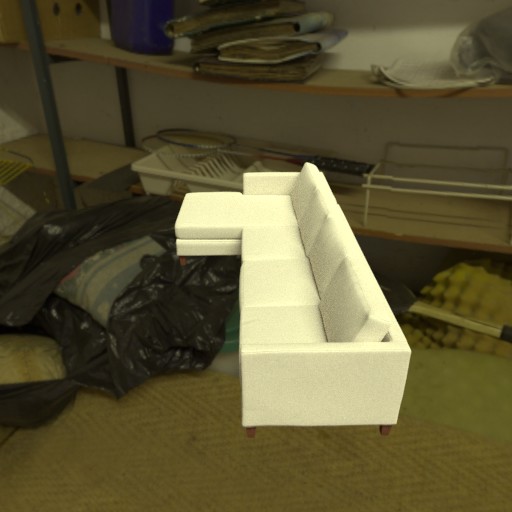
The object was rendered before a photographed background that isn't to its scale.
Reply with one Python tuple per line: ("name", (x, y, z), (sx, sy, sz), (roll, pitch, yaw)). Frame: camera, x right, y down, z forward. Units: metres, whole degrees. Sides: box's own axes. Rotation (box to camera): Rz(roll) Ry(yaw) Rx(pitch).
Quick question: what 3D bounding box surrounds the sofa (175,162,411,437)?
("sofa", (0.000, 0.000, 3.878), (1.625, 0.846, 3.186), (-1, 28, -1))
